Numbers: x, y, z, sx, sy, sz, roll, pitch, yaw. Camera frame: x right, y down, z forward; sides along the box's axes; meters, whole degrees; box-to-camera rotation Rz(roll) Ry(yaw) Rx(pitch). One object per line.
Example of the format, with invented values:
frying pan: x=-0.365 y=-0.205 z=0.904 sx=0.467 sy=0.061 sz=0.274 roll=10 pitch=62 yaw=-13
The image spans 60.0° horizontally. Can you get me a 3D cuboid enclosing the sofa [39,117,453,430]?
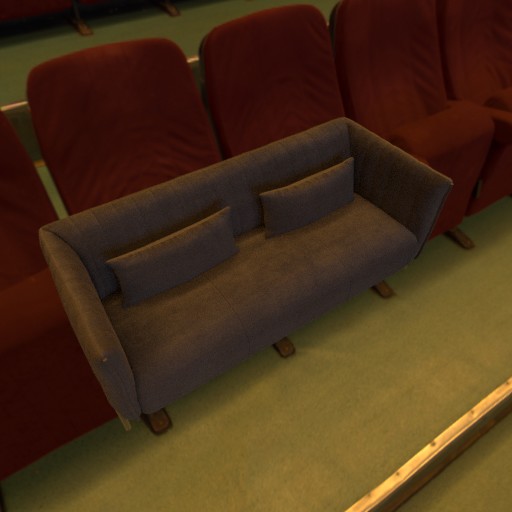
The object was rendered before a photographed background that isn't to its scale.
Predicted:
sofa: x=0.000 y=0.000 z=2.446 sx=1.980 sy=0.780 sz=0.876 roll=-26 pitch=51 yaw=-23
